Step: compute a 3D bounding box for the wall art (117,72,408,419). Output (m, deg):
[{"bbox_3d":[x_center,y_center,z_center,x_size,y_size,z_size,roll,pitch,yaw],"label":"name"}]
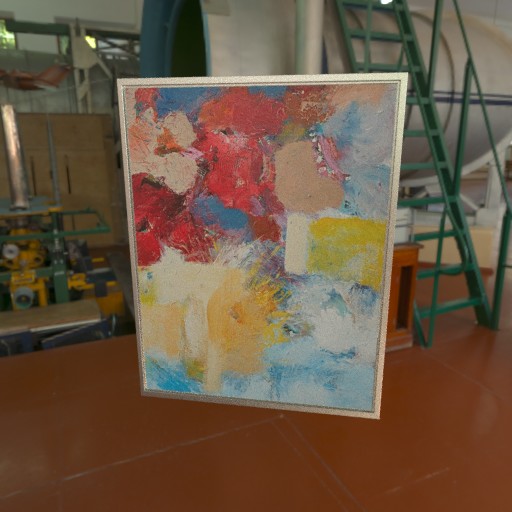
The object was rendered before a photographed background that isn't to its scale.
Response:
[{"bbox_3d":[0.000,0.000,0.754,0.444,0.569,0.025,3,15,9],"label":"wall art"}]
